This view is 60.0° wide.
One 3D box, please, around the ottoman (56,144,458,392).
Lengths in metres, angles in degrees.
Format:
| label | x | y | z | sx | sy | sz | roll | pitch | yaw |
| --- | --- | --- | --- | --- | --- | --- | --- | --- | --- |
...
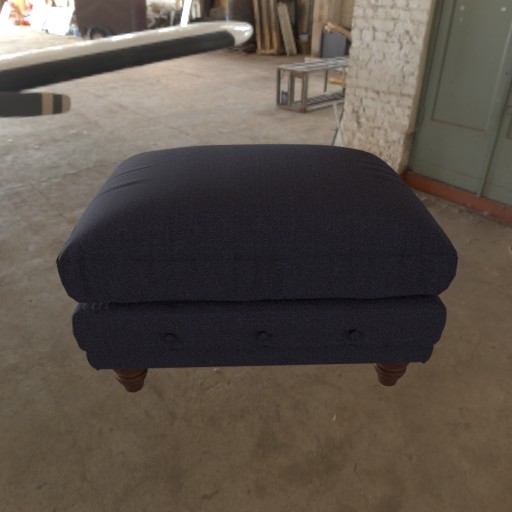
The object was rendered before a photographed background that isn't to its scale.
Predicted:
| label | x | y | z | sx | sy | sz | roll | pitch | yaw |
| --- | --- | --- | --- | --- | --- | --- | --- | --- | --- |
| ottoman | 0.000 | 0.000 | 1.126 | 0.767 | 0.486 | 0.558 | -1 | 31 | -2 |
